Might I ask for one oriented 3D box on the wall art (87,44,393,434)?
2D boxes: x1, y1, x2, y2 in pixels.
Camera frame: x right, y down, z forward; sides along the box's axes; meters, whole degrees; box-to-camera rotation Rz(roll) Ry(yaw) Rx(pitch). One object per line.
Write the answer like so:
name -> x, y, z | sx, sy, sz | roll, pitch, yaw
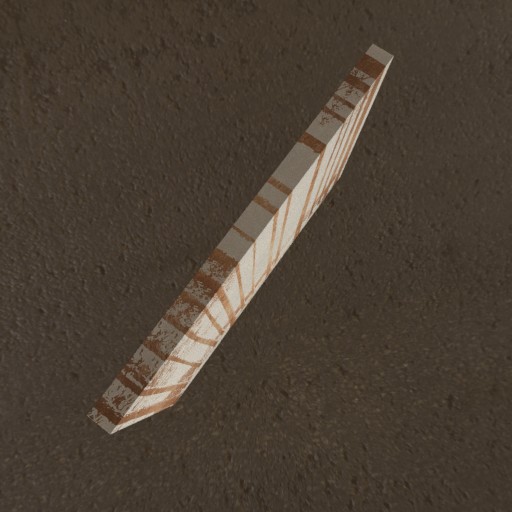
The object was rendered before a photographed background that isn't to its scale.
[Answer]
wall art -> 0.000, 0.000, 0.757 | 0.035, 0.405, 0.609 | 35, 79, 8
